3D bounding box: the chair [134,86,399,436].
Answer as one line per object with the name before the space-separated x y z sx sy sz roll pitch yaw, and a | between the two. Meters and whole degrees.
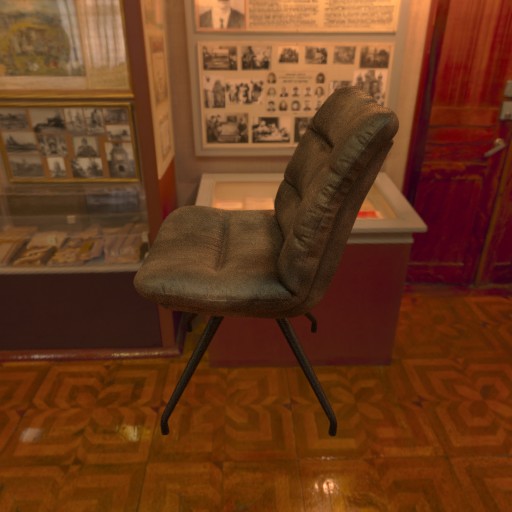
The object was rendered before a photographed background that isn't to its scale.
chair | 0.000 0.000 1.261 0.622 0.870 0.549 0 27 0
